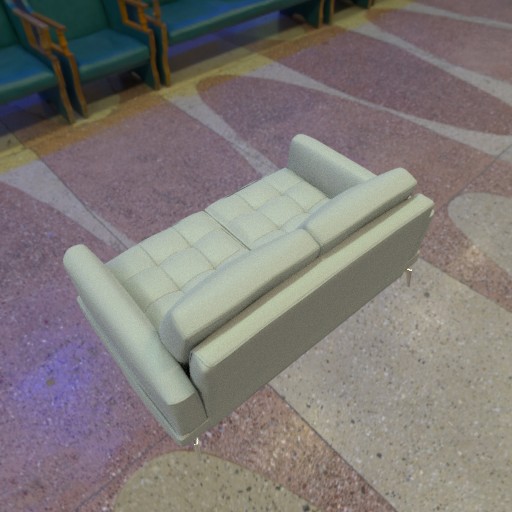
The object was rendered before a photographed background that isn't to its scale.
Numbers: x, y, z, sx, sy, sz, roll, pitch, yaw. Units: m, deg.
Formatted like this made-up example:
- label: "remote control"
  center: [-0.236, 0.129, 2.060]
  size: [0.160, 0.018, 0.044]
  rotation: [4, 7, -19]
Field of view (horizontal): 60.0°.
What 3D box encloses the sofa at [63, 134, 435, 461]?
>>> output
- label: "sofa"
  center: [0.000, 0.000, 2.495]
  size: [1.819, 0.930, 1.121]
  rotation: [-32, 55, -26]
